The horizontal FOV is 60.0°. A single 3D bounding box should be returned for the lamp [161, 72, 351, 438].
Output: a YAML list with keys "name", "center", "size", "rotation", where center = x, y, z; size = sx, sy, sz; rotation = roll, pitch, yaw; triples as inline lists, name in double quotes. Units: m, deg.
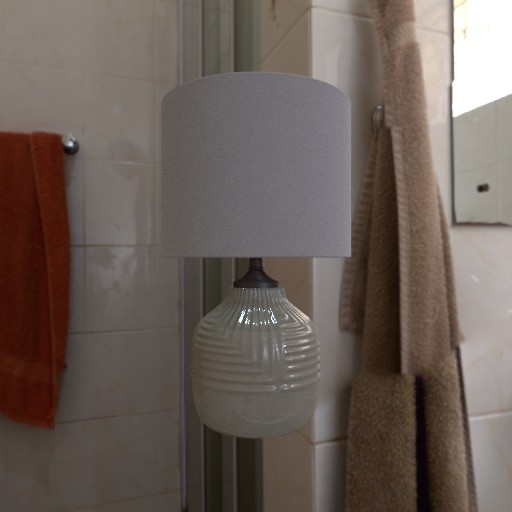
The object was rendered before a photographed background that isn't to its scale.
- name: "lamp"
  center: [0.000, 0.000, 0.758]
  size: [0.318, 0.567, 0.318]
  rotation: [0, 0, 0]
